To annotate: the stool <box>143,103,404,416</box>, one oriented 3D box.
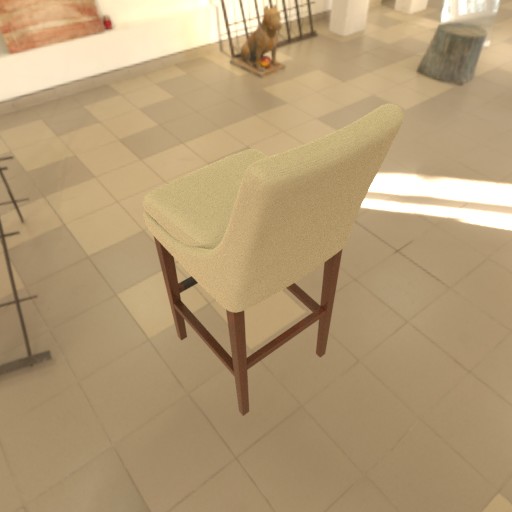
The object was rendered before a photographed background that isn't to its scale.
[{"bbox_3d":[0.000,0.000,1.395,0.470,1.078,0.577,-30,52,-26],"label":"stool"}]
